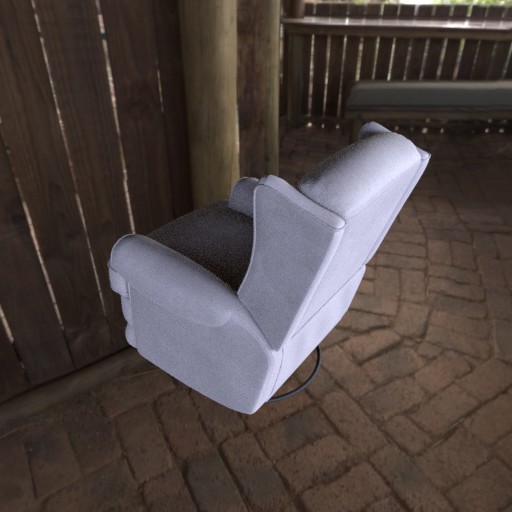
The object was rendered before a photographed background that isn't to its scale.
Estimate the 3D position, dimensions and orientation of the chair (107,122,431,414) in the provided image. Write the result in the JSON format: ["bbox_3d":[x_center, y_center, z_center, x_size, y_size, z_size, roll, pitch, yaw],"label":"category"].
[{"bbox_3d":[0.000,0.000,1.715,0.969,1.011,0.847,22,38,31],"label":"chair"}]
